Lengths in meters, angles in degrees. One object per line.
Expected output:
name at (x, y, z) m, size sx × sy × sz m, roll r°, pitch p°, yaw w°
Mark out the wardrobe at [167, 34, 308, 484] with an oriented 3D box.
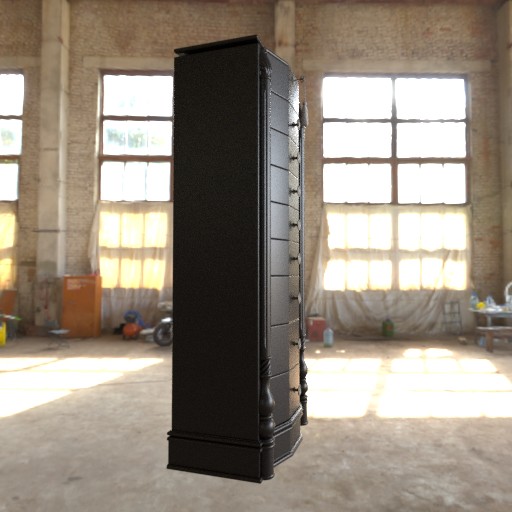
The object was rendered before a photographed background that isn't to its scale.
wardrobe at (0.000, 0.000, 1.221) m, size 0.295 × 1.011 × 0.444 m, roll -1°, pitch -2°, yaw 18°
